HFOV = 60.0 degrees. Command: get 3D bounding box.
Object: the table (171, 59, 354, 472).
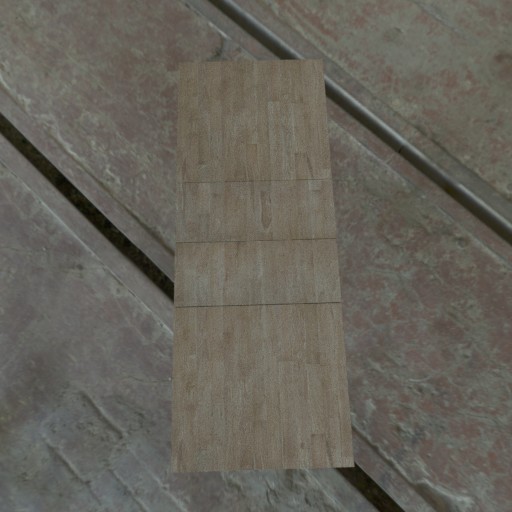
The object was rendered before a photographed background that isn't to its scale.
[{"bbox_3d":[0.000,0.000,3.106,1.000,0.752,2.603,-2,75,0],"label":"table"}]
